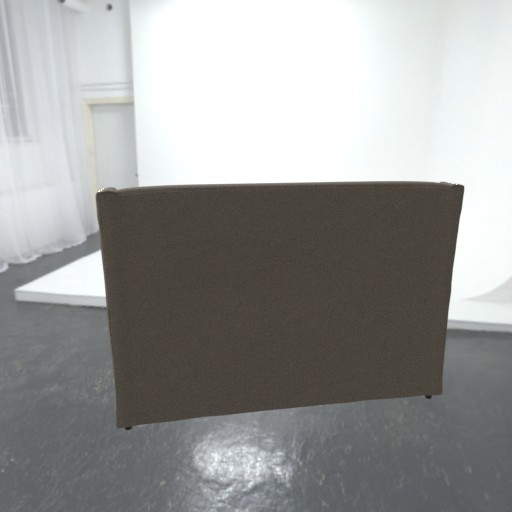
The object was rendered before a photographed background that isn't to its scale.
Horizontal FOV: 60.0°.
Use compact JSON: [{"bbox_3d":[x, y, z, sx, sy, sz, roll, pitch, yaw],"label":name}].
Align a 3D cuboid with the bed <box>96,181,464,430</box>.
[{"bbox_3d":[0.000,0.000,3.451,1.925,1.332,2.276,-2,15,-9],"label":"bed"}]
